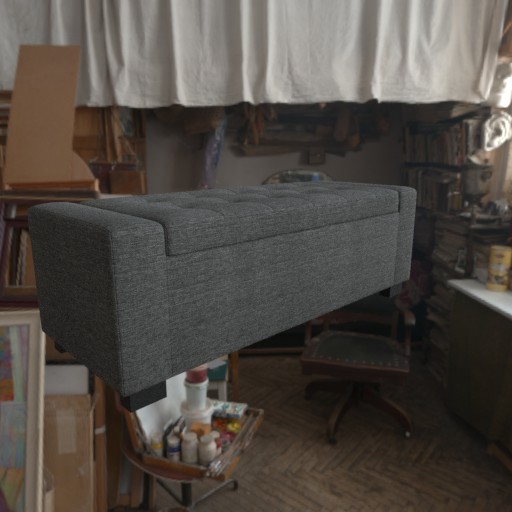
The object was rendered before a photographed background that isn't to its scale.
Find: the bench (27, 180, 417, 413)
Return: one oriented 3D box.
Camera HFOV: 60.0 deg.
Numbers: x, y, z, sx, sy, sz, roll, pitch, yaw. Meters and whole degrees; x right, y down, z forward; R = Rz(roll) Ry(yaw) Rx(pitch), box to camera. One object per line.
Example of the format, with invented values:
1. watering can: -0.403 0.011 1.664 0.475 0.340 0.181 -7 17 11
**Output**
1. bench: 0.000 0.000 1.537 1.296 0.445 0.508 -13 19 -42
